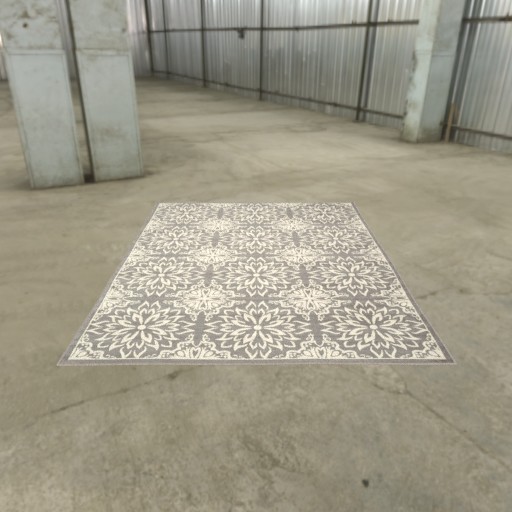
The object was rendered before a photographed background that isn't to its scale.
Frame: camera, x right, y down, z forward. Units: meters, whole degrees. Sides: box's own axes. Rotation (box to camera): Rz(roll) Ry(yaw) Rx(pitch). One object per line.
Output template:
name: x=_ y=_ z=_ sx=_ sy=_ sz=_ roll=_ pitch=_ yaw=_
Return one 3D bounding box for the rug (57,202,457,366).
rug: x=0.000 y=0.000 z=3.954 sx=2.363 sy=0.012 sz=2.980 roll=0 pitch=26 yaw=0
